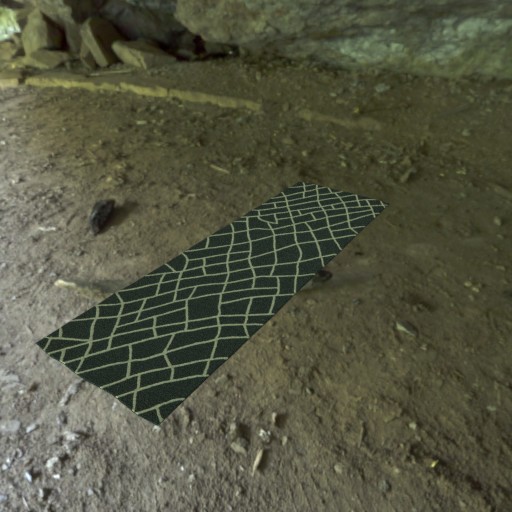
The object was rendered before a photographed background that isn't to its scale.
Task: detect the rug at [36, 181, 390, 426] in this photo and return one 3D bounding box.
[{"bbox_3d":[0.000,0.000,2.720,0.807,0.010,2.476,20,36,29],"label":"rug"}]
